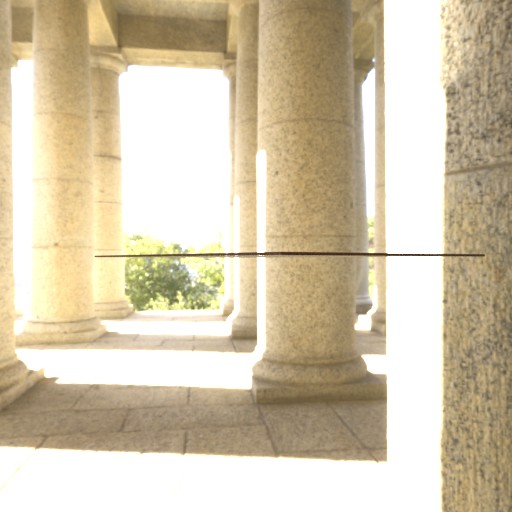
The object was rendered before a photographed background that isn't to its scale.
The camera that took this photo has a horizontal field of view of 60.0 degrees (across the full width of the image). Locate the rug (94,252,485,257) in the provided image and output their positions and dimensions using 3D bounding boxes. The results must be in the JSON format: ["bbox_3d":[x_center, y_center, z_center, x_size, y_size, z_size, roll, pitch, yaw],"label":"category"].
[{"bbox_3d":[0.000,0.000,3.116,1.524,0.014,2.438,0,0,-36],"label":"rug"}]
